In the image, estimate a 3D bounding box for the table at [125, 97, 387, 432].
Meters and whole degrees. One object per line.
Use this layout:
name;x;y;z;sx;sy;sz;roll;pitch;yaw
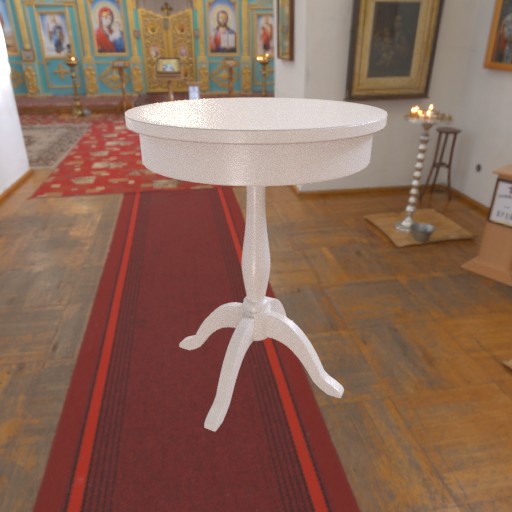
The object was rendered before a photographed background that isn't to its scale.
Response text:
table;0.000;0.000;1.031;0.513;0.653;0.513;0;25;0
